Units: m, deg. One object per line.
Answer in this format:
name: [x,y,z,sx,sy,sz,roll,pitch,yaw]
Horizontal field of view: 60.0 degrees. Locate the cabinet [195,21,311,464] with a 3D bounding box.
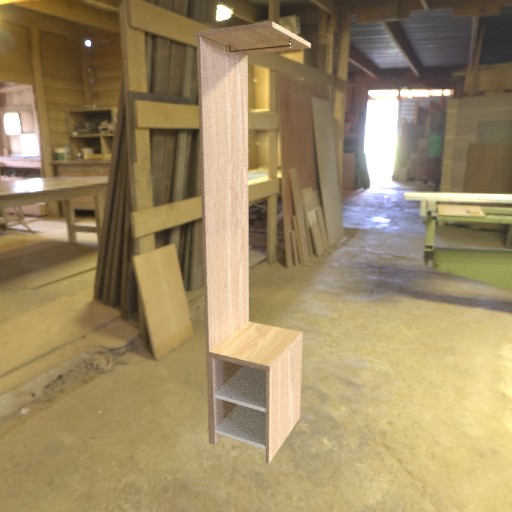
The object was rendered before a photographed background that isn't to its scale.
cabinet: [0.000,0.000,2.083,0.338,1.879,0.411,7,16,26]
